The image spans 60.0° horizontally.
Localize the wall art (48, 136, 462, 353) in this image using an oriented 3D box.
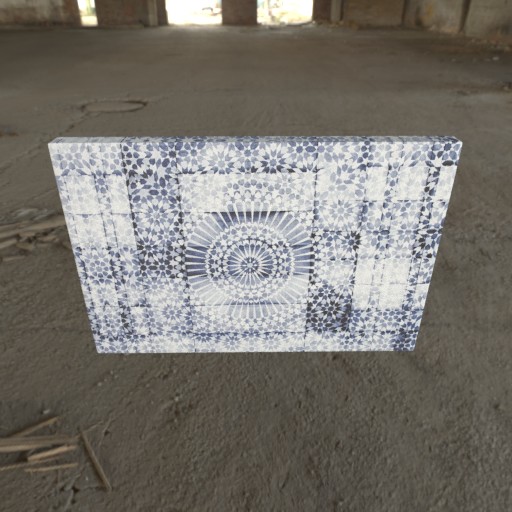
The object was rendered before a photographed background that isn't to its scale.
[{"bbox_3d":[0.000,0.000,1.148,0.911,0.608,0.057,0,30,-1],"label":"wall art"}]
